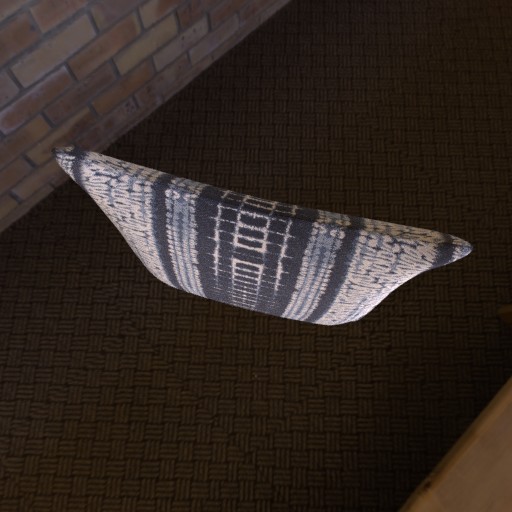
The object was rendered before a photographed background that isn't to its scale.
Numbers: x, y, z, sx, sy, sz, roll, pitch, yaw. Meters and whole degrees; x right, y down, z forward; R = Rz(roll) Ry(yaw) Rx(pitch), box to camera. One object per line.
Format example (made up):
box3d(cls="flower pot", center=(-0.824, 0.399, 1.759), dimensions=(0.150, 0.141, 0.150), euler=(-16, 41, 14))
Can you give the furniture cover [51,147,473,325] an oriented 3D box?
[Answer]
box3d(cls="furniture cover", center=(0.000, 0.000, 0.639), dimensions=(0.425, 0.435, 0.133), euler=(14, 75, 4))
